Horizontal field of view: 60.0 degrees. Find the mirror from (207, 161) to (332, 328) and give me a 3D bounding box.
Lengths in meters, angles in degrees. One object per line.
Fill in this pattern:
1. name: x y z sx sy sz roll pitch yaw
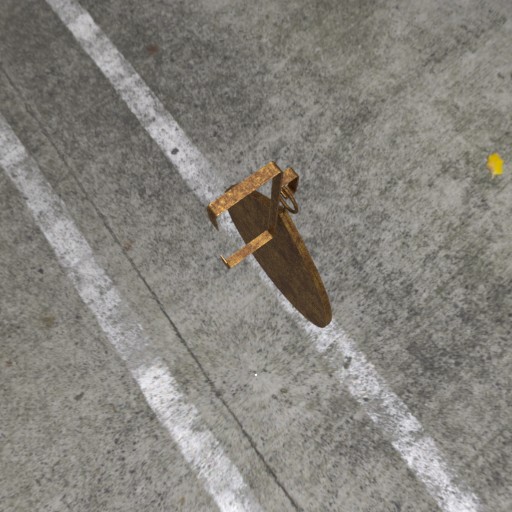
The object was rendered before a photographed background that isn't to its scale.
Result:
1. mirror: 0.000 0.000 0.924 0.144 0.744 0.405 -36 78 -9
